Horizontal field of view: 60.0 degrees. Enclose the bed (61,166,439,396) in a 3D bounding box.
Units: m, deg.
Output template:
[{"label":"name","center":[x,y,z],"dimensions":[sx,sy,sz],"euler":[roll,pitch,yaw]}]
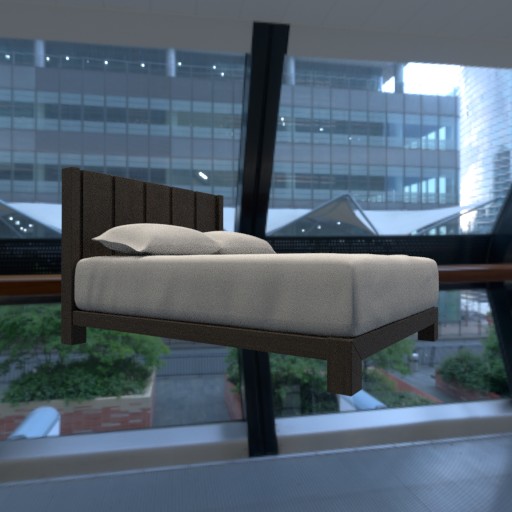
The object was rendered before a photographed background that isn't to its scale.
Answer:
[{"label":"bed","center":[0.000,0.000,3.298],"dimensions":[2.242,1.270,1.727],"euler":[0,-1,34]}]
